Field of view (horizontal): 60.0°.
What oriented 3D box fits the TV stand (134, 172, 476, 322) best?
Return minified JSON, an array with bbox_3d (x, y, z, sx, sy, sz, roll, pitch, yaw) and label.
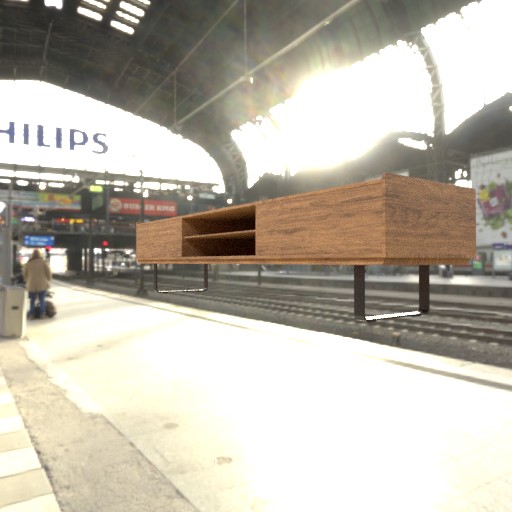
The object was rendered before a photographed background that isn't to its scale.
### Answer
[{"bbox_3d":[0.000,0.000,2.020,0.467,0.415,1.796,1,-1,-36],"label":"TV stand"}]
